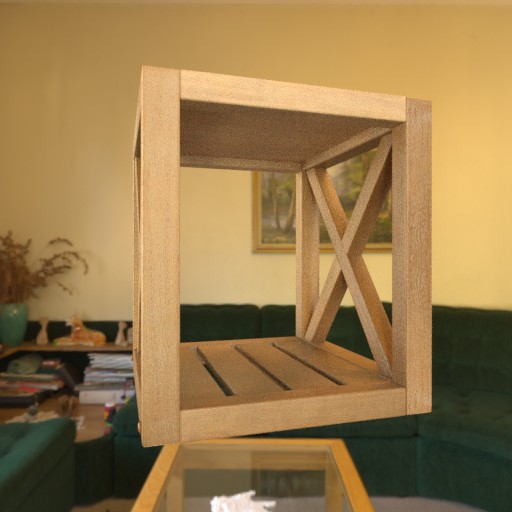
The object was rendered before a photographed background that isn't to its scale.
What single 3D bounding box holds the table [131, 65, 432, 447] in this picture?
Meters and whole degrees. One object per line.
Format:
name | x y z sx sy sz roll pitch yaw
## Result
table | 0.000 0.000 1.048 0.558 0.610 0.559 0 0 -17
